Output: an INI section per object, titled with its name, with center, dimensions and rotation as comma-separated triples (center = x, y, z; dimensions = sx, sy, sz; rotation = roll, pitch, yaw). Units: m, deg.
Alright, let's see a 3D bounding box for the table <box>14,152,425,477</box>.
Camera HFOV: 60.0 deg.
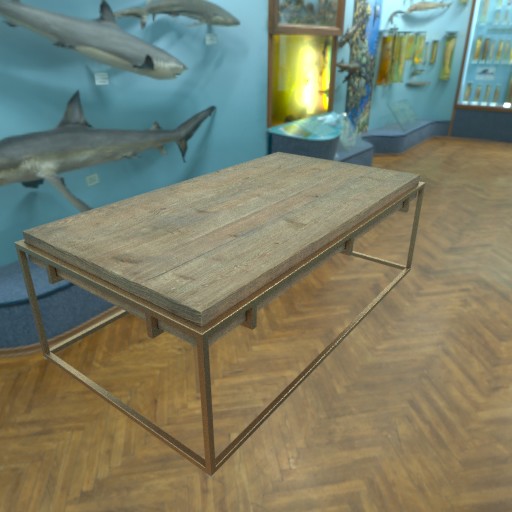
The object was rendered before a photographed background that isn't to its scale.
[table]
center = 0.000, 0.000, 1.704
dimensions = 0.775, 0.468, 1.387
rotation = 18, 31, 33
